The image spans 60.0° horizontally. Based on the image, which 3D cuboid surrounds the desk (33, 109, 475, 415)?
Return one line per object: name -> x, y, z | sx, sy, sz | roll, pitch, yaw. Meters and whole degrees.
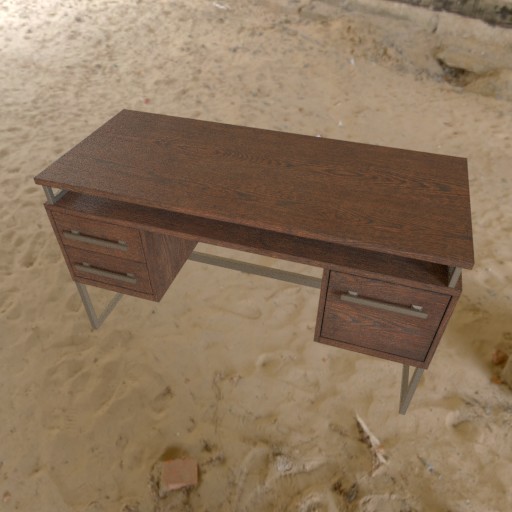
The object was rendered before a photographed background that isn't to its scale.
desk -> 0.000, 0.000, 1.782 | 1.384, 0.792, 0.610 | 12, 43, 13
